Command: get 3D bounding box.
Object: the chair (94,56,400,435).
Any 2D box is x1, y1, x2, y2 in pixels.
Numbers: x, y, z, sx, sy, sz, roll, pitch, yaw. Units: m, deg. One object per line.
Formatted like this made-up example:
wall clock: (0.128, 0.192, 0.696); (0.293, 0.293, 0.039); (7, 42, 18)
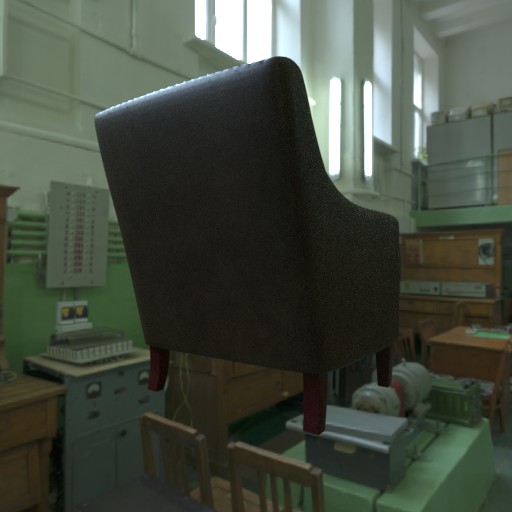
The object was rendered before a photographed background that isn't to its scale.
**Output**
chair: (0.000, 0.000, 1.305); (0.639, 0.813, 0.704); (0, 0, 36)
